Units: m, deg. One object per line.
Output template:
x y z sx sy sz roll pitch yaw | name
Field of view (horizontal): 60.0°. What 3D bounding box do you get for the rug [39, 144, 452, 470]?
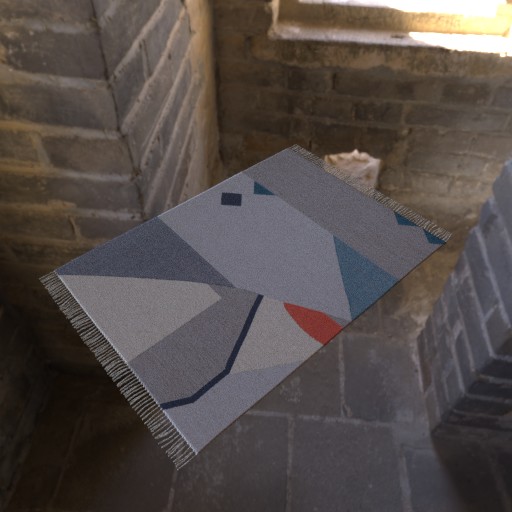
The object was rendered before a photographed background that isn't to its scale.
0.000 0.000 2.314 1.828 0.005 1.220 -33 55 -27 | rug
